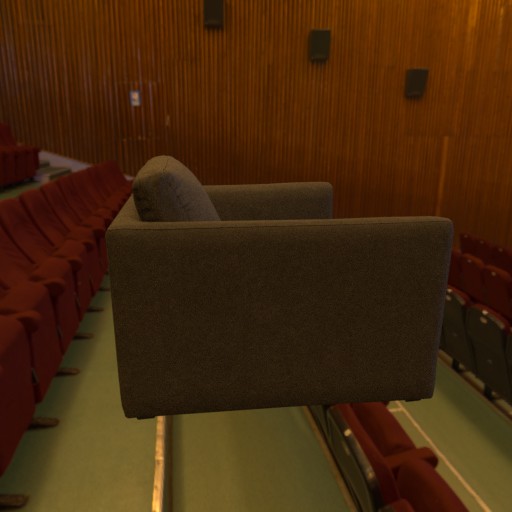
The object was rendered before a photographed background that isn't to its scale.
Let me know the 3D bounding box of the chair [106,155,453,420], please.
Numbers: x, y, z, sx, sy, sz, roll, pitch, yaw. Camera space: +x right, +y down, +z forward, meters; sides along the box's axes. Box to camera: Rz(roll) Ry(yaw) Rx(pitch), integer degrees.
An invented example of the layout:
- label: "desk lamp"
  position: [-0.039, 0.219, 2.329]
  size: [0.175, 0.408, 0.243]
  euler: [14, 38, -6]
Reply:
- label: "chair"
  position: [0.000, 0.000, 1.906]
  size: [1.091, 0.845, 1.190]
  euler: [-3, 15, -10]
